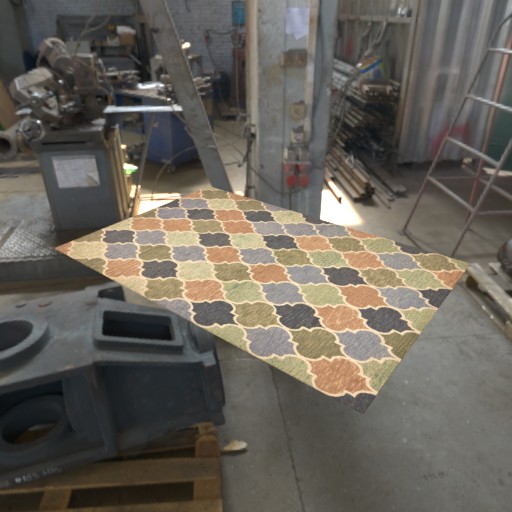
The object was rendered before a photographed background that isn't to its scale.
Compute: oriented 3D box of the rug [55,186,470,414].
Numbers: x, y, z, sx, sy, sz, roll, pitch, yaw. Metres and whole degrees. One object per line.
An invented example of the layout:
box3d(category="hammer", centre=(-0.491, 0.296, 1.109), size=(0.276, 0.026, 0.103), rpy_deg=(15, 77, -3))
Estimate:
box3d(category="rug", centre=(0.000, 0.000, 2.338), size=(1.828, 0.006, 1.216), rpy_deg=(21, 35, 33))
